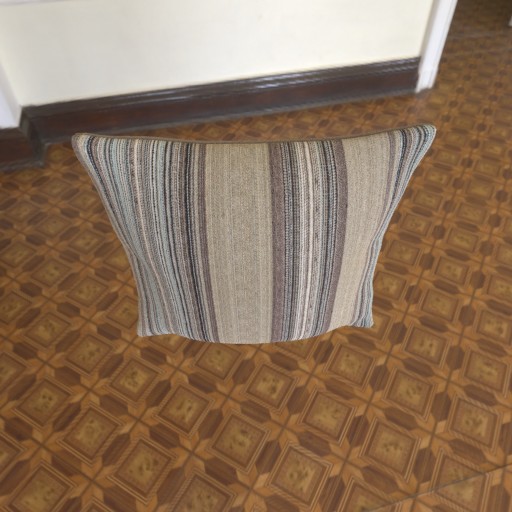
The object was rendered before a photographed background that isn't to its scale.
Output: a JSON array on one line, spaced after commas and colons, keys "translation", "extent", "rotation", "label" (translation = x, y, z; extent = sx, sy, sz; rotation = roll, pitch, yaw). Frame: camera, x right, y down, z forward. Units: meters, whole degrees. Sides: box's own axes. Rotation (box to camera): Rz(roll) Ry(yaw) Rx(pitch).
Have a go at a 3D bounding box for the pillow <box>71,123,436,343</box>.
[{"translation": [0.000, 0.000, 0.663], "extent": [0.435, 0.416, 0.189], "rotation": [-2, 46, -2], "label": "pillow"}]
